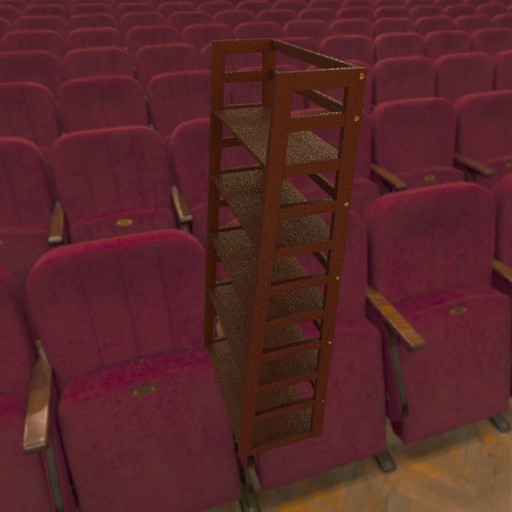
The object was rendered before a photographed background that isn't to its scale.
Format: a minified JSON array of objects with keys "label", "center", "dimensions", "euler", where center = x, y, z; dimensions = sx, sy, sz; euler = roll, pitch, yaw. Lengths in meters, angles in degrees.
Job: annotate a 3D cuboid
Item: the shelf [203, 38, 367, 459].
[{"label":"shelf","center":[0.000,0.000,1.902],"dimensions":[0.403,1.600,0.763],"euler":[-10,33,-15]}]
